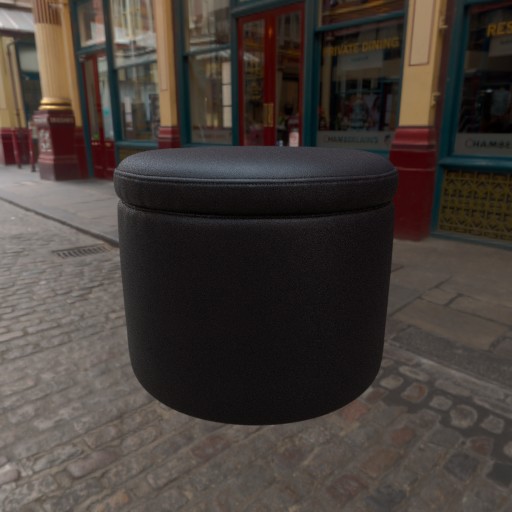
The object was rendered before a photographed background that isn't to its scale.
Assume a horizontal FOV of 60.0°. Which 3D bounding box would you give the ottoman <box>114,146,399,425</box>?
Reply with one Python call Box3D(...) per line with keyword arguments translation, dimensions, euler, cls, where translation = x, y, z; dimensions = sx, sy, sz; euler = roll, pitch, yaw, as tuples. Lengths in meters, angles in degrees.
Box3D(translation=(0.000, 0.000, 0.857), dimensions=(0.501, 0.409, 0.501), euler=(0, 15, 0), cls="ottoman")
